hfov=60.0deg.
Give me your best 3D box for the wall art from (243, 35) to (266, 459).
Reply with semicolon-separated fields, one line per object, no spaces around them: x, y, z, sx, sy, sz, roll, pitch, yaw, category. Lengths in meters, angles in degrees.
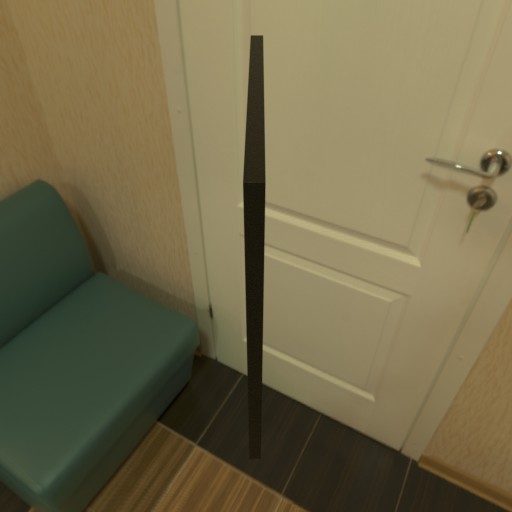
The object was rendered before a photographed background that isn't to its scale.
0.000;0.000;1.392;0.038;1.062;0.806;0;42;0;wall art
